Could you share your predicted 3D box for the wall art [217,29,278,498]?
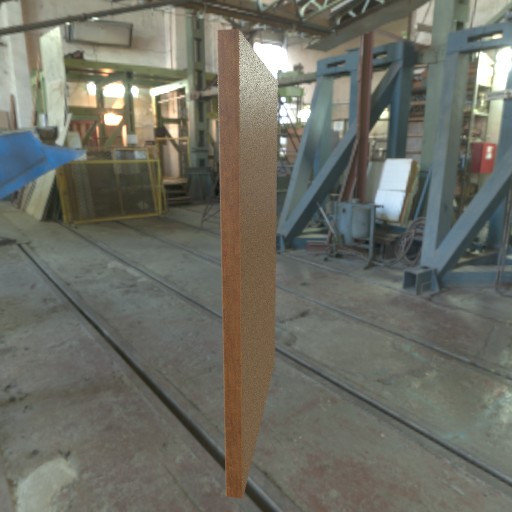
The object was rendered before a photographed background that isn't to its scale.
[{"bbox_3d":[0.000,0.000,1.128,0.037,0.914,0.610,2,14,8],"label":"wall art"}]
